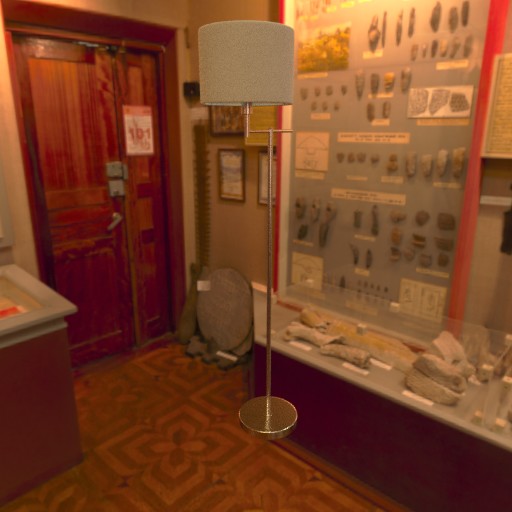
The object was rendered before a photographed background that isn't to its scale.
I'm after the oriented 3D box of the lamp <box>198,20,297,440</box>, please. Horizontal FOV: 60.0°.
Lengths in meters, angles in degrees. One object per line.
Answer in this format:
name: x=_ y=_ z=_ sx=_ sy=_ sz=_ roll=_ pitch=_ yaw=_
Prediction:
lamp: x=0.000 y=0.000 z=1.752 sx=0.324 sy=1.600 sz=0.416 roll=15 pitch=22 yaw=42
